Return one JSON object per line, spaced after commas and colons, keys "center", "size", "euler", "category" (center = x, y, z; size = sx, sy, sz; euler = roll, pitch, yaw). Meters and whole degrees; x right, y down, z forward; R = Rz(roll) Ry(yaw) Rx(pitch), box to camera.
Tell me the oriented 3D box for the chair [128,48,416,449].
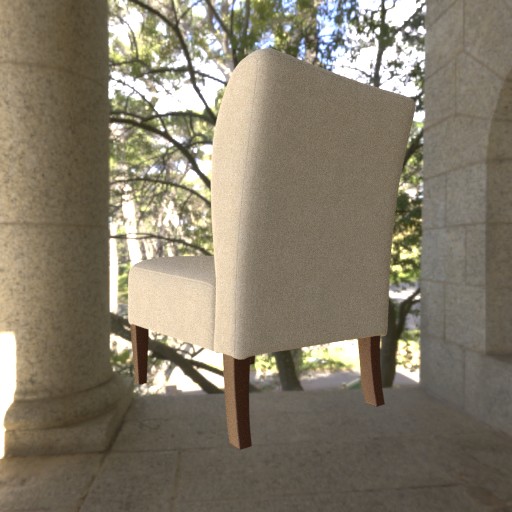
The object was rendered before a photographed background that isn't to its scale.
{"center": [0.000, 0.000, 1.307], "size": [0.521, 0.833, 0.754], "euler": [0, 0, -36], "category": "chair"}
